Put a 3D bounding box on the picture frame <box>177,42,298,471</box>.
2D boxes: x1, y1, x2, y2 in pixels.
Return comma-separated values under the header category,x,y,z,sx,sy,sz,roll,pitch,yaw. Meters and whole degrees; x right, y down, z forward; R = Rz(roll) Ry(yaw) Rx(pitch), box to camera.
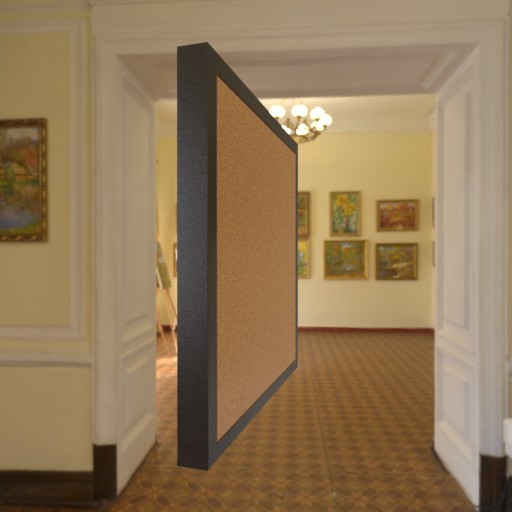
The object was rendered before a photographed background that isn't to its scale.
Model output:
category,x,y,z,sx,sy,sz,roll,pitch,yaw
picture frame,0.000,0.000,0.538,0.029,0.353,0.355,0,0,17
